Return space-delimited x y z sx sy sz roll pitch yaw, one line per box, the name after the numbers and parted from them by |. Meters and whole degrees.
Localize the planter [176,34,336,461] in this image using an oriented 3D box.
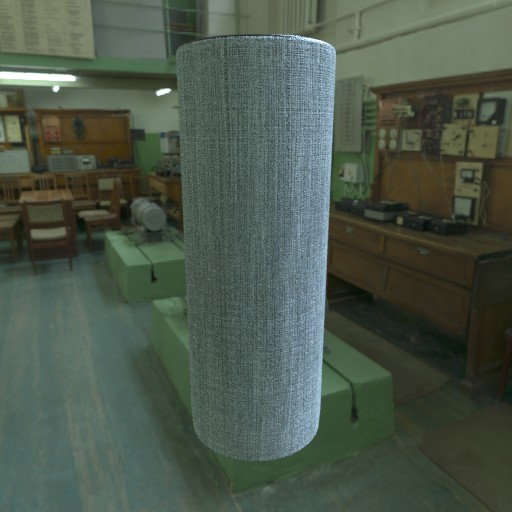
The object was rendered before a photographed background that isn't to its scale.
0.000 0.000 0.316 0.100 0.270 0.100 -8 17 -26 | planter
